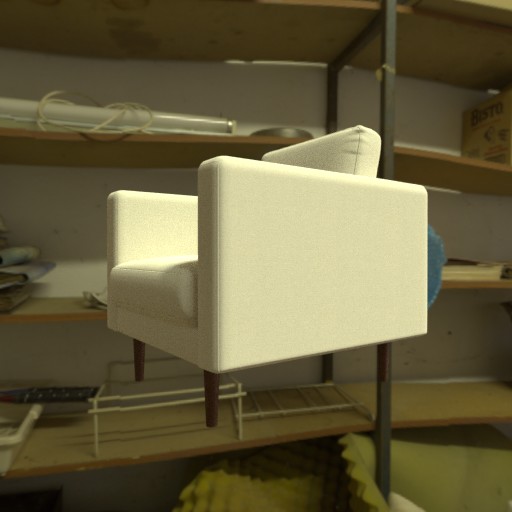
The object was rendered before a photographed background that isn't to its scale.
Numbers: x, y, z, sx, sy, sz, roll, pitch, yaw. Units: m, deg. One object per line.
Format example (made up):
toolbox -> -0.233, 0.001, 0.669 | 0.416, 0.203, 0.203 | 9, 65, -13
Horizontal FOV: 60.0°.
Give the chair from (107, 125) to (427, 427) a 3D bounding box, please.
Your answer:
chair -> 0.000, 0.000, 1.584 | 0.879, 0.899, 0.831 | 0, 0, -36
